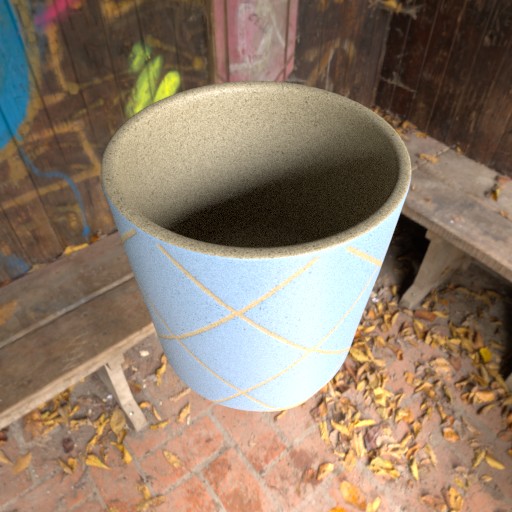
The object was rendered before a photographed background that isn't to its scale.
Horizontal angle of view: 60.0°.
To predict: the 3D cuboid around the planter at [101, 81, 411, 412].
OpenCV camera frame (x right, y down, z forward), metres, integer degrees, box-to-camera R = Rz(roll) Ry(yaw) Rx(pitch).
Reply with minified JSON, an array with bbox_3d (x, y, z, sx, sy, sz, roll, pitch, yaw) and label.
[{"bbox_3d":[0.000,0.000,0.416,0.227,0.235,0.227,0,46,0],"label":"planter"}]
